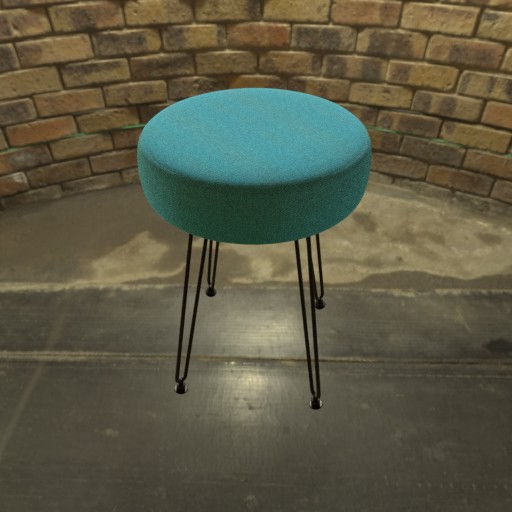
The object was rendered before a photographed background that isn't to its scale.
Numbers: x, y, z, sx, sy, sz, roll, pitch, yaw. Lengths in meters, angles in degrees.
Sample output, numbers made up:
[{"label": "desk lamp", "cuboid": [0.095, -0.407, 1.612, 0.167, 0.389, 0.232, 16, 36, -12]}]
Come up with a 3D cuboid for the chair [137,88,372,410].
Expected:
[{"label": "chair", "cuboid": [0.000, 0.000, 0.699, 0.350, 0.440, 0.350, -26, 47, -27]}]
